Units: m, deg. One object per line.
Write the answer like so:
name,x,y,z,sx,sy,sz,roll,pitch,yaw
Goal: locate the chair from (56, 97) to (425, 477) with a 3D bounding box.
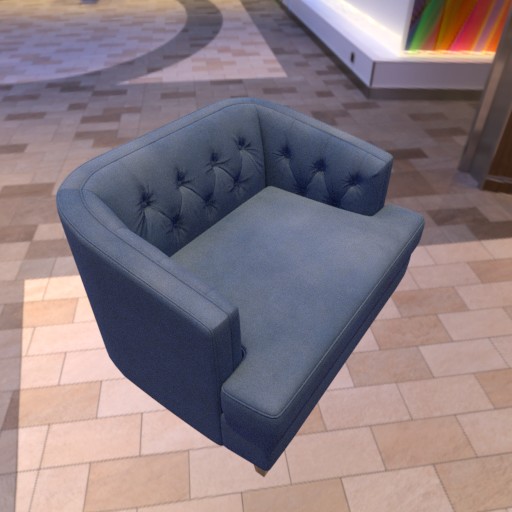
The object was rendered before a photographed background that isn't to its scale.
chair,0.000,0.000,1.670,0.914,0.787,1.118,25,45,27
